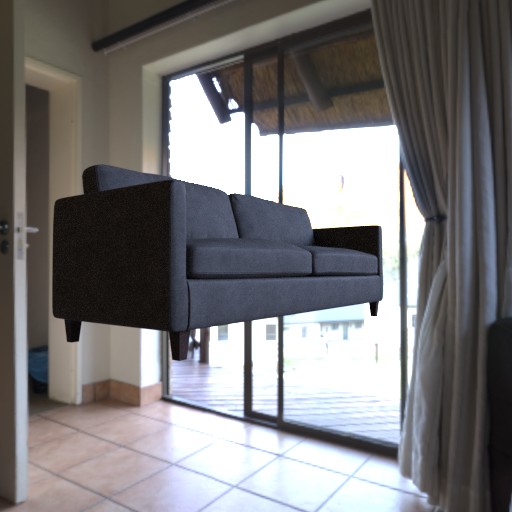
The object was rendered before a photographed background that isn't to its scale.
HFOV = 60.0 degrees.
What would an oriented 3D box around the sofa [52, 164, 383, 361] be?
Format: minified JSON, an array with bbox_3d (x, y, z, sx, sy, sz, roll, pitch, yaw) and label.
[{"bbox_3d":[0.000,0.000,3.050,0.951,0.965,2.434,-1,-2,36],"label":"sofa"}]
